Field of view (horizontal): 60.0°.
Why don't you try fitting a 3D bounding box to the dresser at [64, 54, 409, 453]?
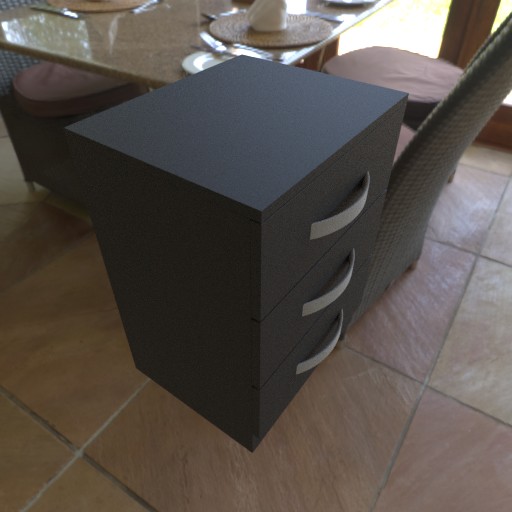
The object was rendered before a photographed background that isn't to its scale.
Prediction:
[{"bbox_3d":[0.000,0.000,0.831,0.360,0.560,0.400,26,47,27],"label":"dresser"}]
